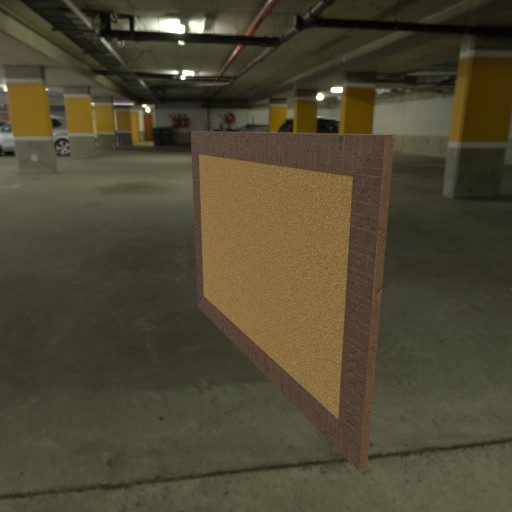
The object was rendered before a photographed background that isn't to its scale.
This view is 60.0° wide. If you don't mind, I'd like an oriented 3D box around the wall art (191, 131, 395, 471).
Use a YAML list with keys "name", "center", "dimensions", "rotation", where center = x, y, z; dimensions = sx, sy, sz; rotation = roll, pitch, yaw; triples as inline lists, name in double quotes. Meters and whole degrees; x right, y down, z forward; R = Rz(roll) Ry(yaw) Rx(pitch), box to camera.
- name: "wall art"
  center: [0.000, 0.000, 1.166]
  dimensions: [0.019, 0.626, 0.917]
  rotation: [-8, 18, -26]
